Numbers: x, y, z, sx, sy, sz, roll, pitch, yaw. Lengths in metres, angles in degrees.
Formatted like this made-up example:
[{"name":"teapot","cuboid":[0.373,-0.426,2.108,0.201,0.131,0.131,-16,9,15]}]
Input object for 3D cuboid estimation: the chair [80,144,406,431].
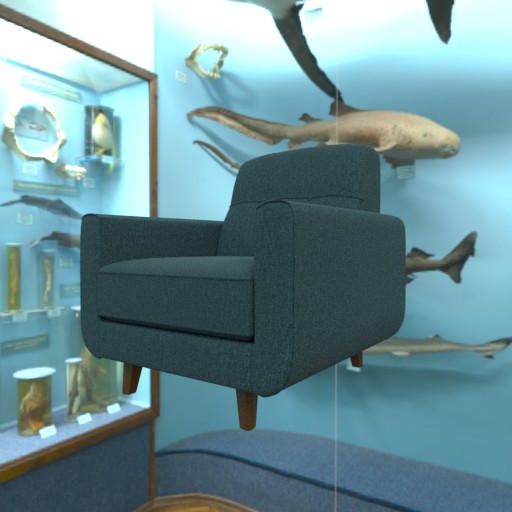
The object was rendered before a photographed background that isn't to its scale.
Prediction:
[{"name":"chair","cuboid":[0.000,0.000,1.700,0.880,0.940,0.964,1,1,35]}]
